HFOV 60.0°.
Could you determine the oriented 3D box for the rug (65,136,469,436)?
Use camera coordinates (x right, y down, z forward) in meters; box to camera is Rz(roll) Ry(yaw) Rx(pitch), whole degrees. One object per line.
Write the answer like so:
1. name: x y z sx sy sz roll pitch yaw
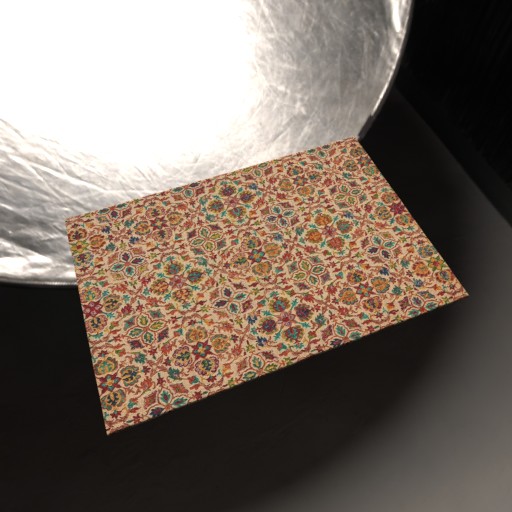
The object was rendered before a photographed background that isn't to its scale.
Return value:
1. rug: 0.000 0.000 2.960 2.297 0.018 1.541 -18 60 -11
